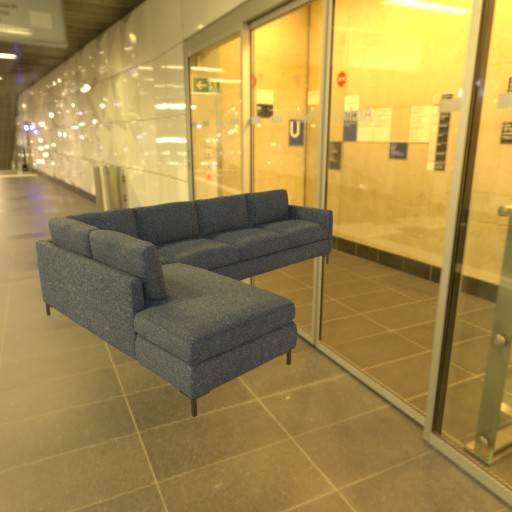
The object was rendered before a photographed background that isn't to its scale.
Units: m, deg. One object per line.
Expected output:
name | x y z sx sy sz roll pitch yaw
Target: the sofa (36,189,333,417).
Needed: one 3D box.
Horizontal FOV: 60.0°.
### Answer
sofa | 0.000 0.000 3.818 2.007 0.815 2.949 14 20 42
